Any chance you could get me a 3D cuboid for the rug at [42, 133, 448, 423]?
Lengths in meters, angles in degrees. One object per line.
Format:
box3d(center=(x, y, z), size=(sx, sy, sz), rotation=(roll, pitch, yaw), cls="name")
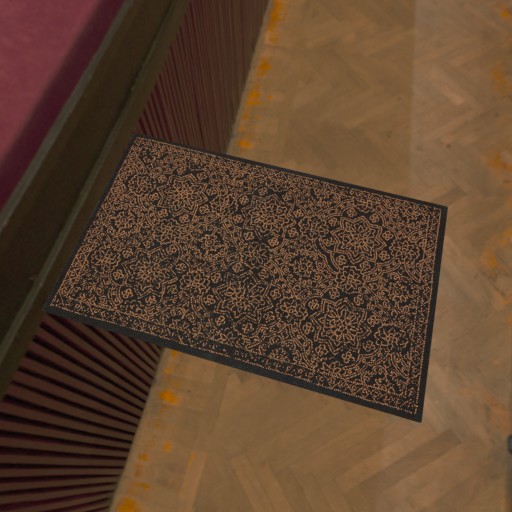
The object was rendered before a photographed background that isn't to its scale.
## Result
box3d(center=(0.000, 0.000, 3.029), size=(2.441, 0.015, 1.526), rotation=(15, 65, 7), cls="rug")
